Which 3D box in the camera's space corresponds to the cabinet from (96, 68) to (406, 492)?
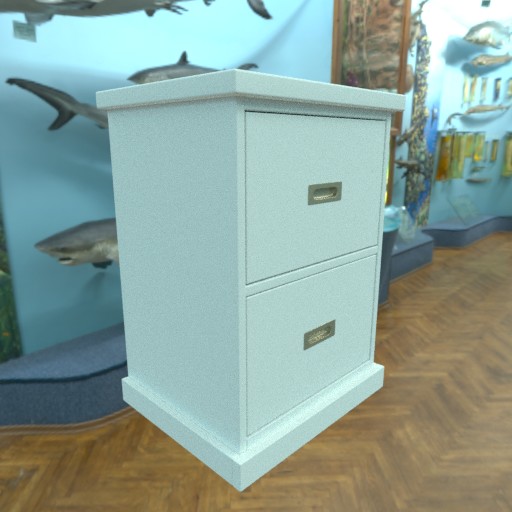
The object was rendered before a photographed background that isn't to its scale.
[{"bbox_3d":[0.000,0.000,1.045,0.431,0.723,0.520,14,20,43],"label":"cabinet"}]
